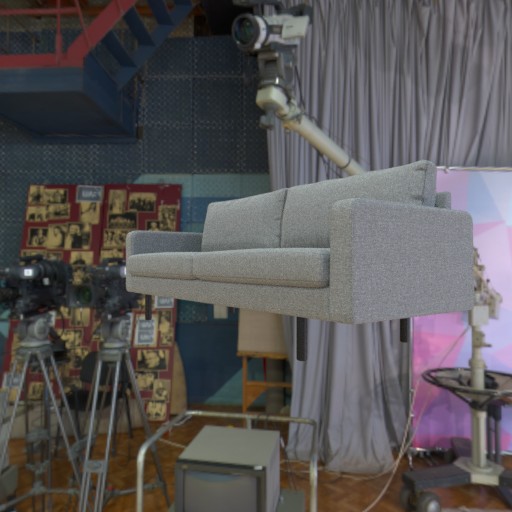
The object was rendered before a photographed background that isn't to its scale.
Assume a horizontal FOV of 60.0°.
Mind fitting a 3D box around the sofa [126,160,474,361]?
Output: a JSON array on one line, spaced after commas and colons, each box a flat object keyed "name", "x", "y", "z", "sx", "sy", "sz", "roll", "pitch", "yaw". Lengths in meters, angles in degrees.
[{"name": "sofa", "x": 0.000, "y": 0.000, "z": 2.661, "sx": 0.880, "sy": 0.880, "sz": 2.200, "roll": 1, "pitch": -1, "yaw": -37}]
